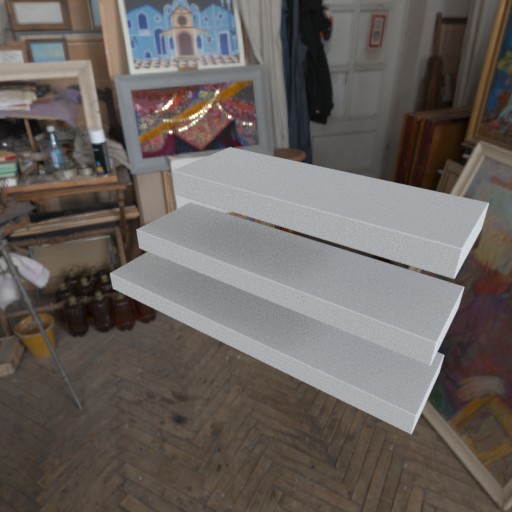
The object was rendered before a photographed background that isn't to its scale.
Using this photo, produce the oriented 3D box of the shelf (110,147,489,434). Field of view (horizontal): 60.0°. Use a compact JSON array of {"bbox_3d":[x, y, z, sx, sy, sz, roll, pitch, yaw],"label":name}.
[{"bbox_3d":[0.000,0.000,0.726,0.610,0.293,0.140,19,36,29],"label":"shelf"}]
